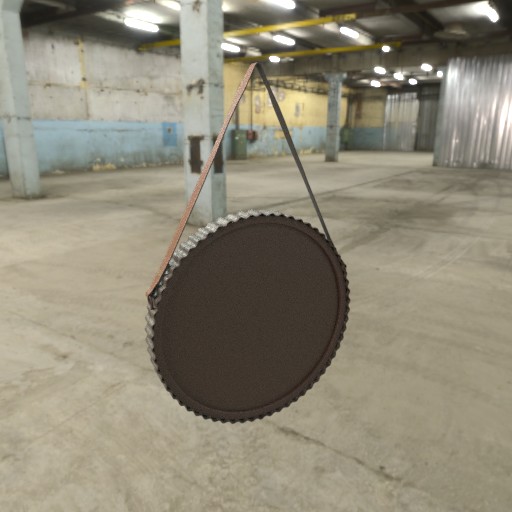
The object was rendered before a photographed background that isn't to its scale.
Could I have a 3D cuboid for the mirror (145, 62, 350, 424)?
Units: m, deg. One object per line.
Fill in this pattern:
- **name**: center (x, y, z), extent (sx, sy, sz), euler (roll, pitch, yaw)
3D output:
- **mirror**: center (0.000, 0.000, 0.702), extent (0.355, 0.568, 0.042), euler (-7, 17, -26)
